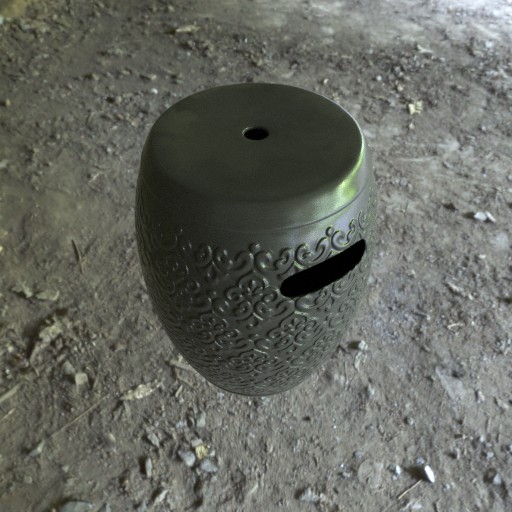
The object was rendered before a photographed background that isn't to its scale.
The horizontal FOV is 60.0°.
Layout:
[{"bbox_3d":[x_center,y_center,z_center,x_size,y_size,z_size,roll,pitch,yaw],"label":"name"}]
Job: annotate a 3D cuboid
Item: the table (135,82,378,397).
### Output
[{"bbox_3d":[0.000,0.000,0.620,0.309,0.397,0.309,0,48,0],"label":"table"}]
